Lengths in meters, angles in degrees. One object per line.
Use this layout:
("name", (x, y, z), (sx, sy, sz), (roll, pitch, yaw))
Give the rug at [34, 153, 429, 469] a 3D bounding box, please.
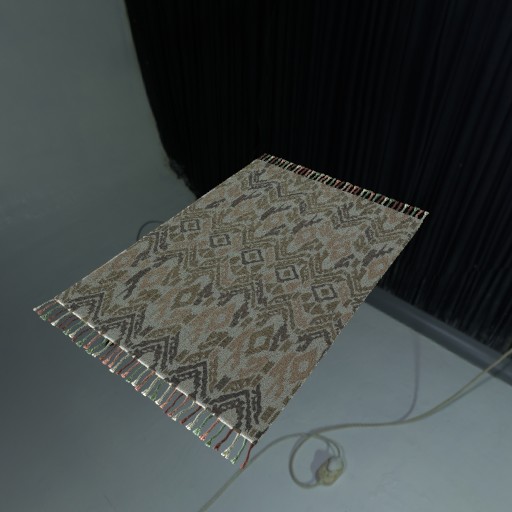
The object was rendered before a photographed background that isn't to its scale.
("rug", (0.000, 0.000, 2.318), (1.219, 0.008, 1.829), (26, 48, 26))
